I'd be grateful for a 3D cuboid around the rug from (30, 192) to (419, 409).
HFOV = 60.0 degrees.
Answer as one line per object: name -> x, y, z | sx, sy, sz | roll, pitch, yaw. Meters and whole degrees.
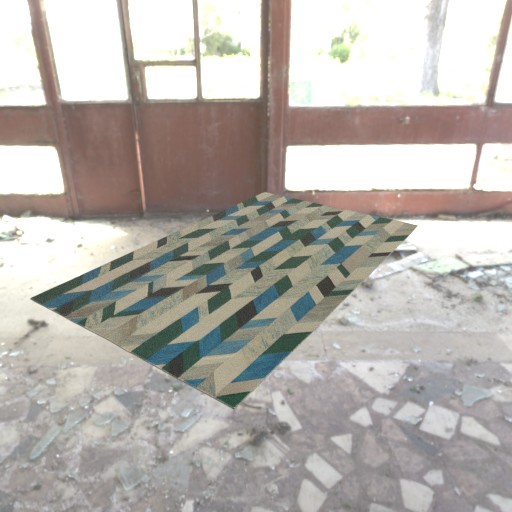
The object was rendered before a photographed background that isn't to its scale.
rug -> 0.000, 0.000, 3.073 | 1.507, 0.007, 2.433 | 17, 31, 31
